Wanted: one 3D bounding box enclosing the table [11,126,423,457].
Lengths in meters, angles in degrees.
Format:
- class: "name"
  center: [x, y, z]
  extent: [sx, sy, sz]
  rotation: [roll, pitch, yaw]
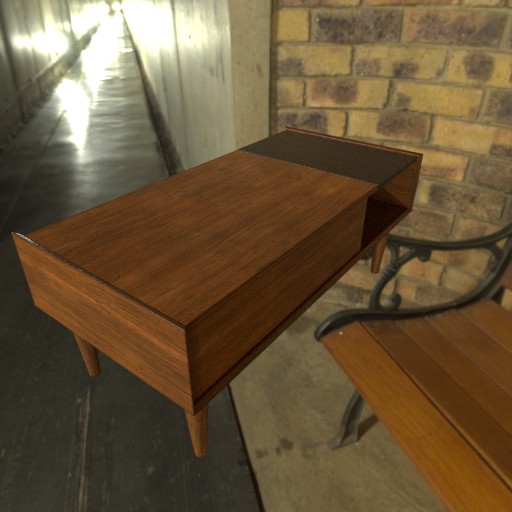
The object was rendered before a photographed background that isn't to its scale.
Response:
- class: "table"
  center: [0.000, 0.000, 1.498]
  extent: [0.610, 0.508, 1.221]
  rotation: [22, 38, 31]
